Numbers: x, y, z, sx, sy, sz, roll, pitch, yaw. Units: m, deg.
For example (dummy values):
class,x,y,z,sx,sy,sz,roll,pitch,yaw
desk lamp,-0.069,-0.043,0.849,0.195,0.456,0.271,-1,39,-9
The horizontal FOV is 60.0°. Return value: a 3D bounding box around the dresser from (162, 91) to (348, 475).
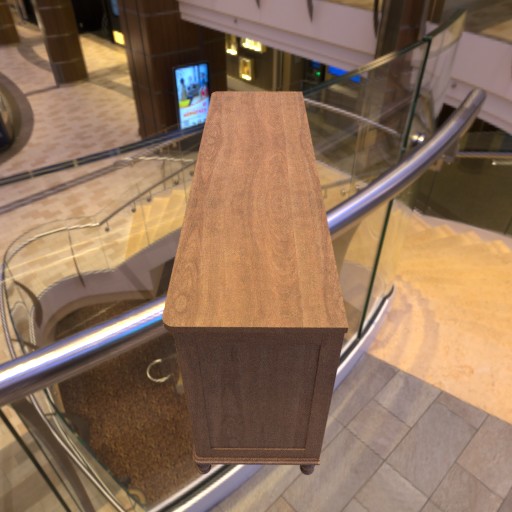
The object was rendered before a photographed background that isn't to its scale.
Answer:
class,x,y,z,sx,sy,sz,roll,pitch,yaw
dresser,0.000,0.000,1.988,0.468,0.892,1.583,0,41,0
